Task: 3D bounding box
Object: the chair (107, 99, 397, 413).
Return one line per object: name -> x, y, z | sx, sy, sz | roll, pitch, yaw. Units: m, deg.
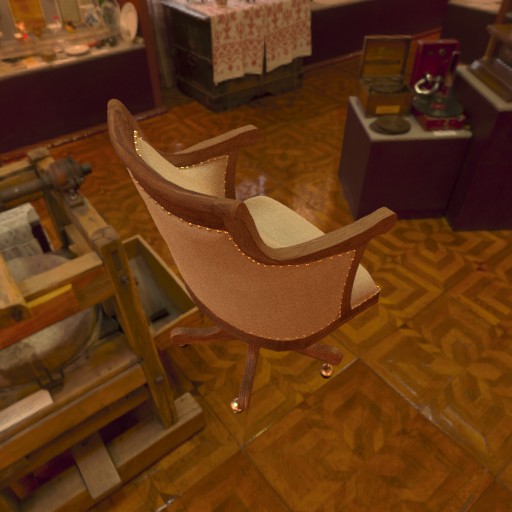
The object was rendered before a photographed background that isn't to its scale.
chair -> 0.000, 0.000, 1.439 | 0.689, 0.965, 0.656 | -26, 48, -26
